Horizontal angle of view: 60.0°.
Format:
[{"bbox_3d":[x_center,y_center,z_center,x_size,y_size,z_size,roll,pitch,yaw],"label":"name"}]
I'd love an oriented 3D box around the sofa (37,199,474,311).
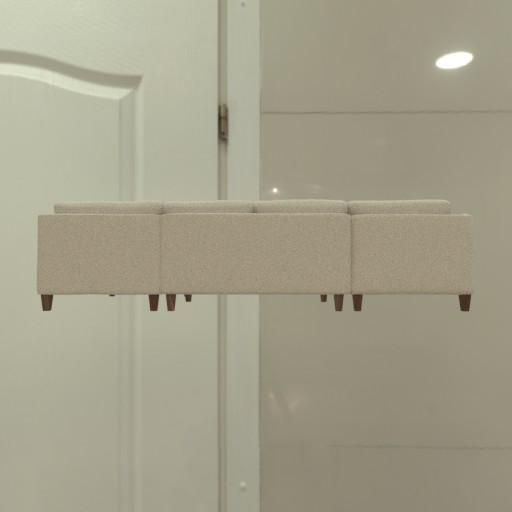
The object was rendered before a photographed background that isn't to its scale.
[{"bbox_3d":[0.000,0.000,4.481,3.238,0.853,2.551,0,-1,1],"label":"sofa"}]
